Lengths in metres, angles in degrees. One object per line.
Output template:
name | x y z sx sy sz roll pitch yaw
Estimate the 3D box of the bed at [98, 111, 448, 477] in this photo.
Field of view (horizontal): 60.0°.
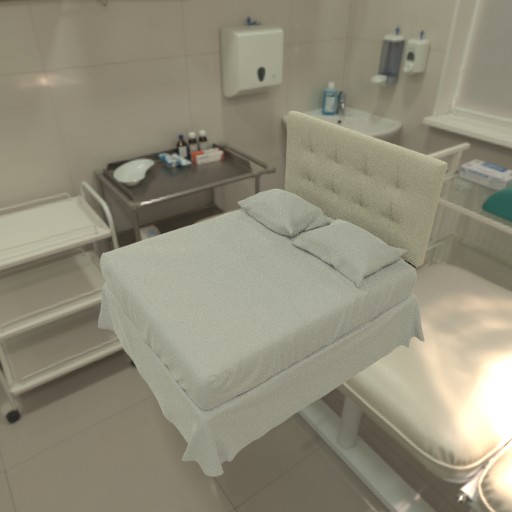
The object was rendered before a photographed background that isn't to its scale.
bed | 0.000 0.000 3.460 2.222 1.577 1.936 -22 39 -29
